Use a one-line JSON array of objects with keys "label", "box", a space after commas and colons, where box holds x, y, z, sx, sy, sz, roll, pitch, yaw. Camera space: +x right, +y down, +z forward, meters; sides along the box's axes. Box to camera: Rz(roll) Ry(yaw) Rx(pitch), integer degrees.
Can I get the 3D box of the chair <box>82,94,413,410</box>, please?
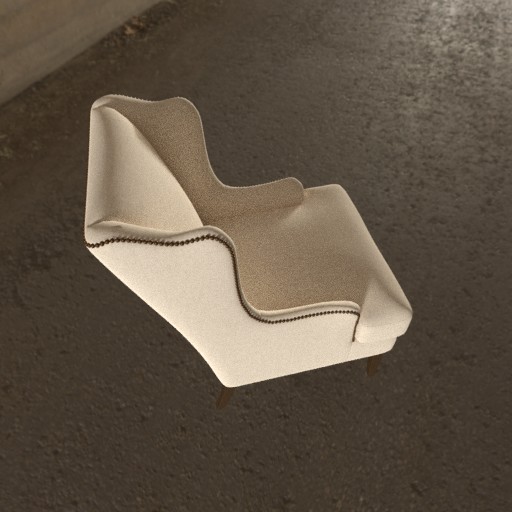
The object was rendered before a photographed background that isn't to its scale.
[{"label": "chair", "box": [0.000, 0.000, 1.616, 0.940, 1.029, 0.737, -9, 48, -9]}]
